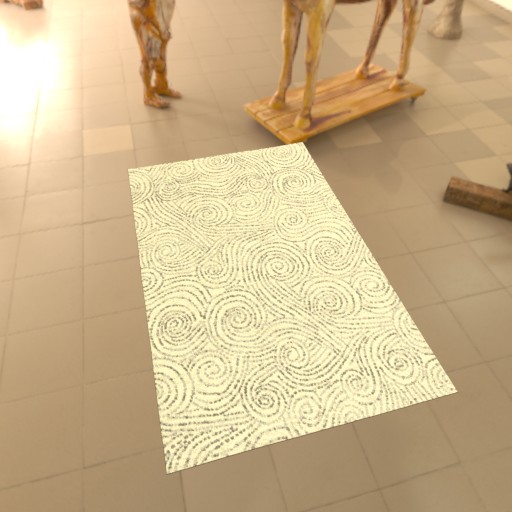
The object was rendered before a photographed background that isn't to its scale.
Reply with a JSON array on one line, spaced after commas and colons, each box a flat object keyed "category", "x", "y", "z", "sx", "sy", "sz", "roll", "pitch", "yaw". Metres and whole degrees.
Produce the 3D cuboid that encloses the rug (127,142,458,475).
[{"category": "rug", "x": 0.000, "y": 0.000, "z": 2.978, "sx": 1.524, "sy": 0.005, "sz": 2.439, "roll": -11, "pitch": 48, "yaw": -10}]
